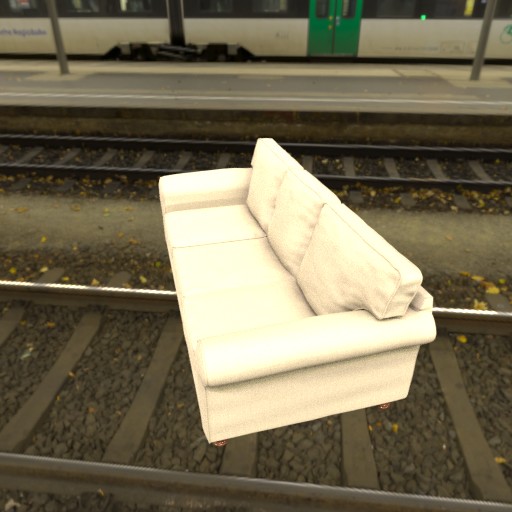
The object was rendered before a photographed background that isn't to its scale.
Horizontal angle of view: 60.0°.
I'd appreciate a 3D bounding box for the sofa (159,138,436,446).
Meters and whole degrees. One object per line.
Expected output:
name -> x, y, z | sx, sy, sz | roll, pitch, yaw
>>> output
sofa -> 0.000, 0.000, 2.663 | 0.998, 0.889, 2.118 | -8, 31, -13
